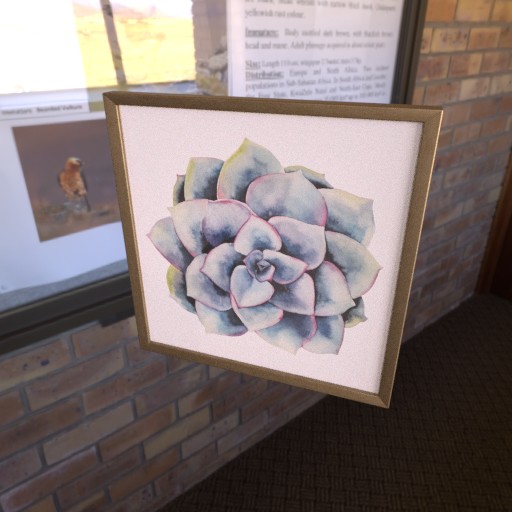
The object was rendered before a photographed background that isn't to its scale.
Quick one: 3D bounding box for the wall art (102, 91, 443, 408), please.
[{"bbox_3d":[0.000,0.000,0.751,0.503,0.506,0.030,9,28,17],"label":"wall art"}]
